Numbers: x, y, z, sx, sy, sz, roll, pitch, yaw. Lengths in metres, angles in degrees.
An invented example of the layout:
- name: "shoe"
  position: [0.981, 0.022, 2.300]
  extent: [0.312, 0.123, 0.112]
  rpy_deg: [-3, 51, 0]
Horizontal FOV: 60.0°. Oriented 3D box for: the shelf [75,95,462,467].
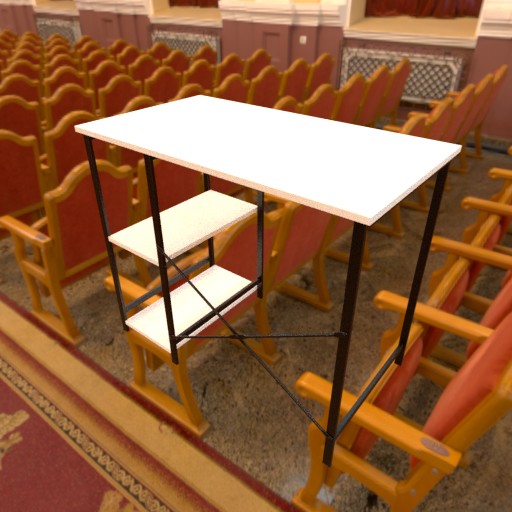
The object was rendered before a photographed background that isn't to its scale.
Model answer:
- name: "shelf"
  position: [0.000, 0.000, 1.364]
  extent: [0.902, 0.750, 0.498]
  rpy_deg: [23, 39, 32]
